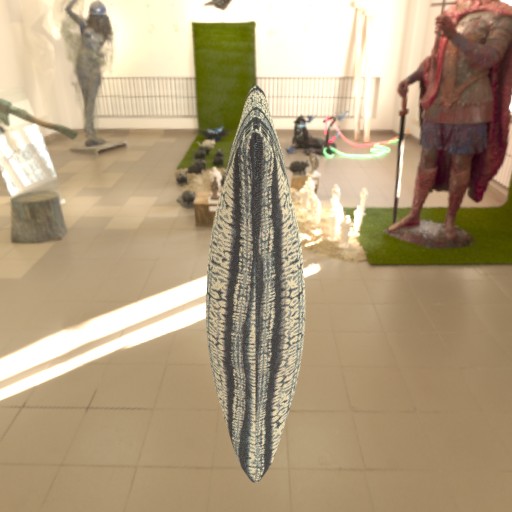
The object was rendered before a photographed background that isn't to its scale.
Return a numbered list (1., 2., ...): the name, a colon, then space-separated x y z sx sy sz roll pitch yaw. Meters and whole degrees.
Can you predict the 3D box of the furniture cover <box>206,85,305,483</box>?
1. furniture cover: 0.000 0.000 0.651 0.133 0.435 0.425 0 26 0
